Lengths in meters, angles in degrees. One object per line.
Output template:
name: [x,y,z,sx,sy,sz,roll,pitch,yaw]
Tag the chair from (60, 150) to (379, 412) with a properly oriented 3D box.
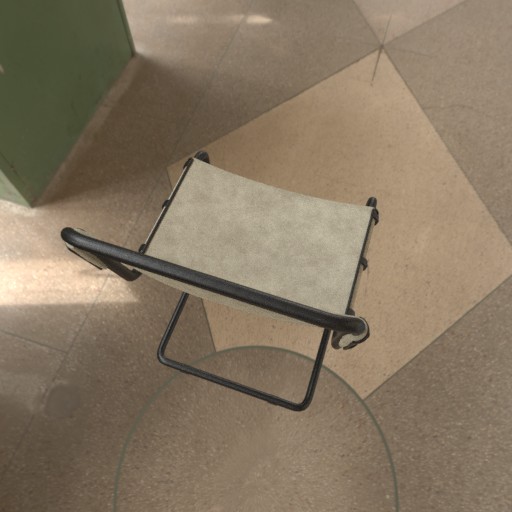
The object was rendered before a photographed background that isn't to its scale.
chair: [0.000,0.000,1.040,0.499,0.747,0.497,17,64,9]
